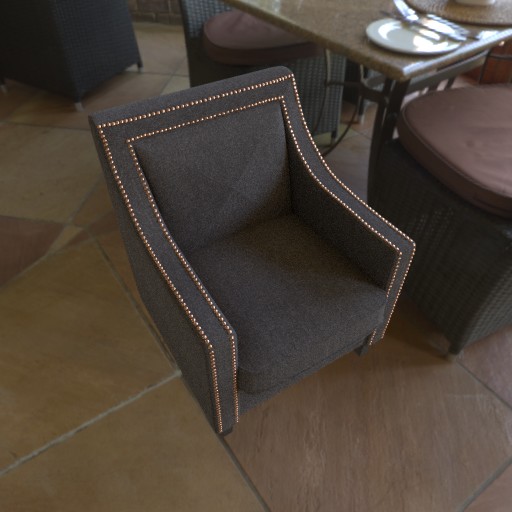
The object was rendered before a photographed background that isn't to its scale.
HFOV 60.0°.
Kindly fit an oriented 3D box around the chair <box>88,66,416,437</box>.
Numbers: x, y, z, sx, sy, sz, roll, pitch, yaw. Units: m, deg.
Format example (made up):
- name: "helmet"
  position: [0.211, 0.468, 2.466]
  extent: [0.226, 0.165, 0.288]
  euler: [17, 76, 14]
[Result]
- name: "chair"
  position: [0.000, 0.000, 1.639]
  extent: [0.776, 0.967, 0.884]
  euler: [-23, 49, -22]
